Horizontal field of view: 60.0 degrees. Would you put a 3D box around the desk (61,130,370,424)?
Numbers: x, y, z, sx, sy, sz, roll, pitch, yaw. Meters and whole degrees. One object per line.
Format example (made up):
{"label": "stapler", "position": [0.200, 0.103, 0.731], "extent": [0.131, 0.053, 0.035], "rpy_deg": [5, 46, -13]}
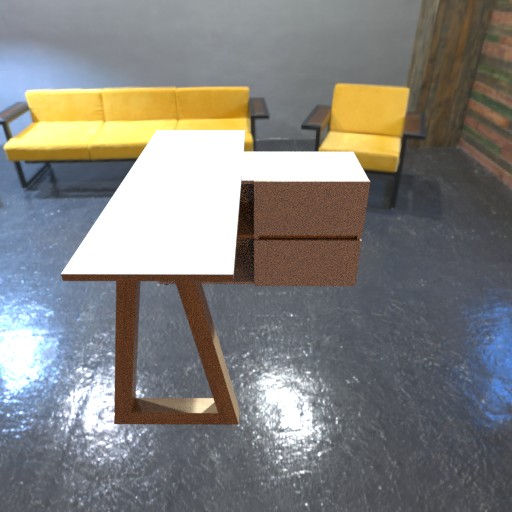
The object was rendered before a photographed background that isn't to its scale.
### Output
{"label": "desk", "position": [0.000, 0.000, 2.045], "extent": [1.098, 0.755, 1.404], "rpy_deg": [0, 32, 0]}
